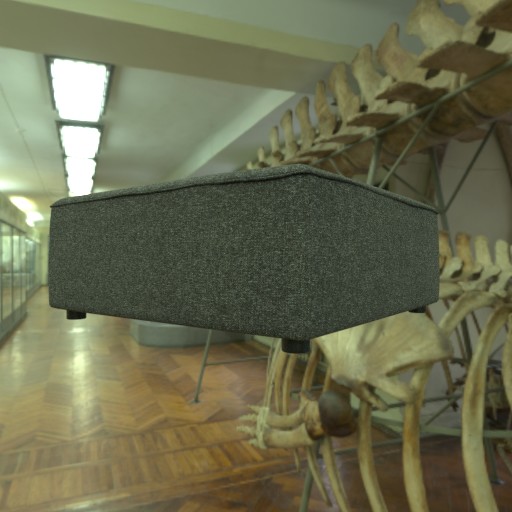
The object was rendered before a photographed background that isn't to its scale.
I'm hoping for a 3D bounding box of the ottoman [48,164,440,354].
[{"bbox_3d":[0.000,0.000,1.579,1.017,0.423,1.021,0,0,37],"label":"ottoman"}]
